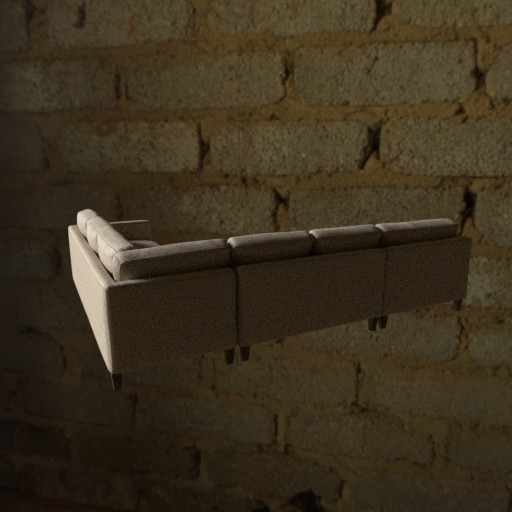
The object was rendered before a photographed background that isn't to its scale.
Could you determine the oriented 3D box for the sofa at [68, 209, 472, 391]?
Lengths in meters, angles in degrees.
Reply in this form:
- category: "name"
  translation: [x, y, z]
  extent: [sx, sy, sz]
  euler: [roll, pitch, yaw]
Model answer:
- category: "sofa"
  translation: [0.000, 0.000, 4.677]
  extent: [3.460, 0.959, 2.593]
  euler: [-7, 15, -26]
